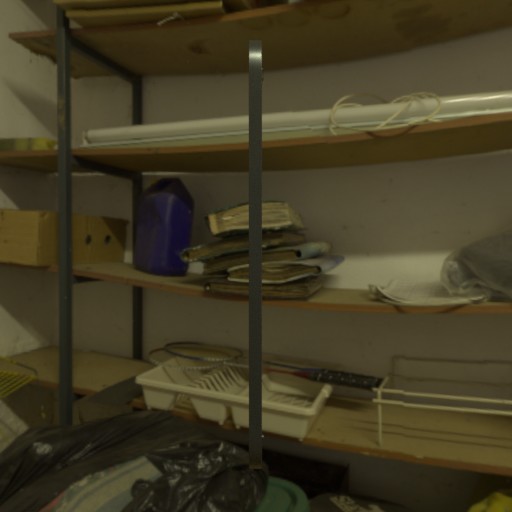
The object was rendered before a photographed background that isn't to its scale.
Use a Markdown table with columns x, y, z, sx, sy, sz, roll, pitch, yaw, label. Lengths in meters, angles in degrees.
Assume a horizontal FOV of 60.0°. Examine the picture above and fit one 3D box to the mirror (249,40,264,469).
| x | y | z | sx | sy | sz | roll | pitch | yaw | label |
| --- | --- | --- | --- | --- | --- | --- | --- | --- | --- |
| 0.000 | 0.000 | 1.052 | 0.032 | 0.991 | 0.222 | 0 | 1 | 0 | mirror |
